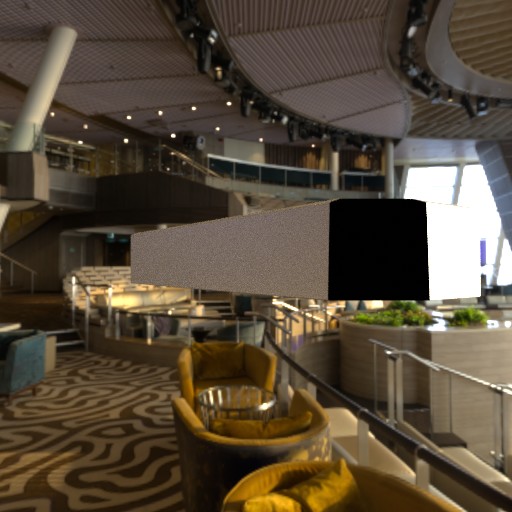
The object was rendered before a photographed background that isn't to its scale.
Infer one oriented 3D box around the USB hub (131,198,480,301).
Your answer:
[{"bbox_3d":[0.000,0.000,0.161,0.044,0.023,0.145,1,-2,-35],"label":"USB hub"}]
